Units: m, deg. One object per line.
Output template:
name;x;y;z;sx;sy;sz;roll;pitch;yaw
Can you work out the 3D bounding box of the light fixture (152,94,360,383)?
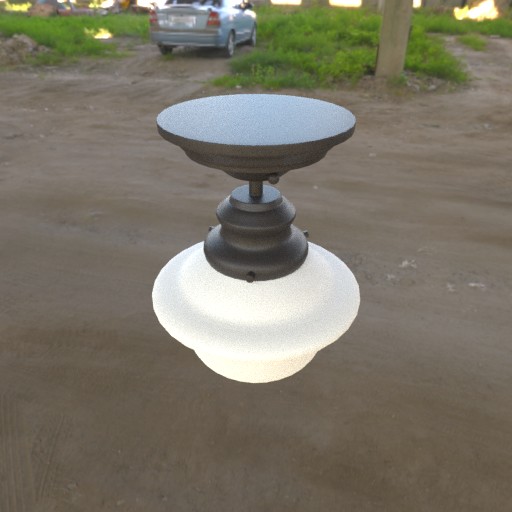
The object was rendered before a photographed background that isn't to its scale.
light fixture;0.000;0.000;0.407;0.197;0.254;0.197;0;32;0
